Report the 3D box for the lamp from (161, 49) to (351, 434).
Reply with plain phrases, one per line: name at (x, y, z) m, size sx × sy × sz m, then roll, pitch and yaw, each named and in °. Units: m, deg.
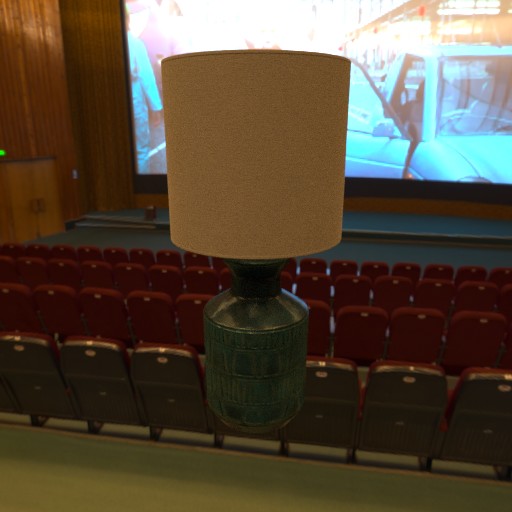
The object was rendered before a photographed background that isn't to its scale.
lamp at (0.000, 0.000, 0.567) m, size 0.211 × 0.455 × 0.211 m, roll 2°, pitch 17°, yaw 8°
